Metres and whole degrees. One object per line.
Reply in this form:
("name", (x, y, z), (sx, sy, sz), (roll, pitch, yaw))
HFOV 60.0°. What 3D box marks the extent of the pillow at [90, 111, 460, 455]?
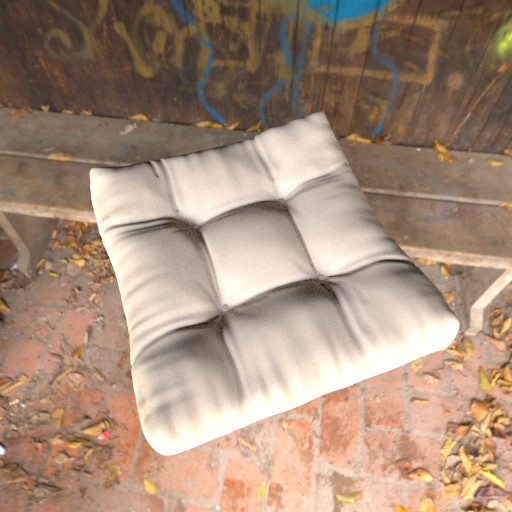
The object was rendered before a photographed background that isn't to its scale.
("pillow", (0.000, 0.000, 0.730), (0.468, 0.128, 0.490), (-17, 59, -11))
